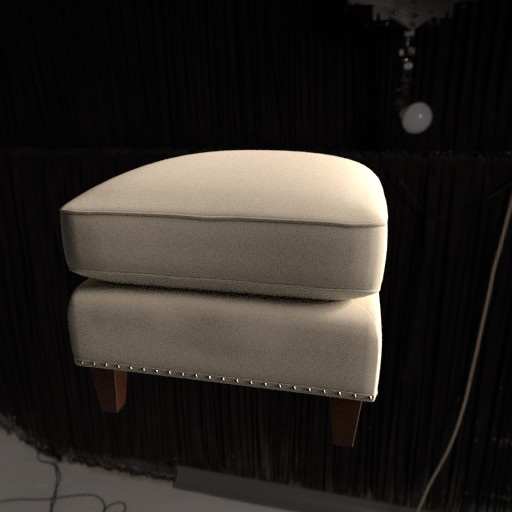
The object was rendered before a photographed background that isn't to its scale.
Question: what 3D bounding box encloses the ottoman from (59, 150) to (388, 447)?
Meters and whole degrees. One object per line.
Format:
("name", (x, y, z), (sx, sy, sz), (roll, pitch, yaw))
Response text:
("ottoman", (0.000, 0.000, 1.114), (0.584, 0.513, 0.741), (4, 17, 12))
